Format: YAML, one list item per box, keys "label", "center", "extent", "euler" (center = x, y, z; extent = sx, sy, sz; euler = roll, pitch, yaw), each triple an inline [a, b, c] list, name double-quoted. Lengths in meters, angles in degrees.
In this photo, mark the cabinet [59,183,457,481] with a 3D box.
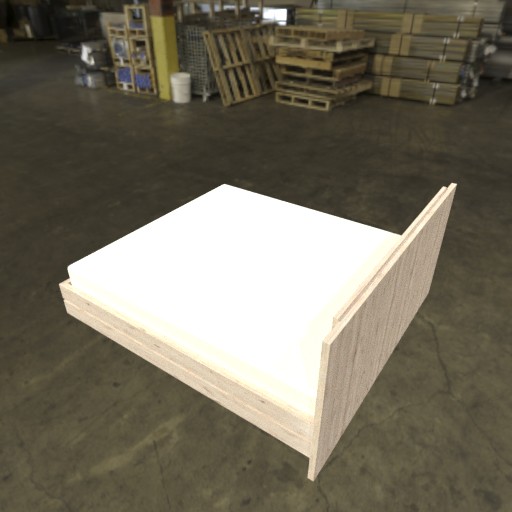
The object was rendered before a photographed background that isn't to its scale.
- label: "cabinet"
  center: [0.000, 0.000, 3.191]
  extent: [2.080, 0.970, 1.950]
  euler: [20, 38, 29]
